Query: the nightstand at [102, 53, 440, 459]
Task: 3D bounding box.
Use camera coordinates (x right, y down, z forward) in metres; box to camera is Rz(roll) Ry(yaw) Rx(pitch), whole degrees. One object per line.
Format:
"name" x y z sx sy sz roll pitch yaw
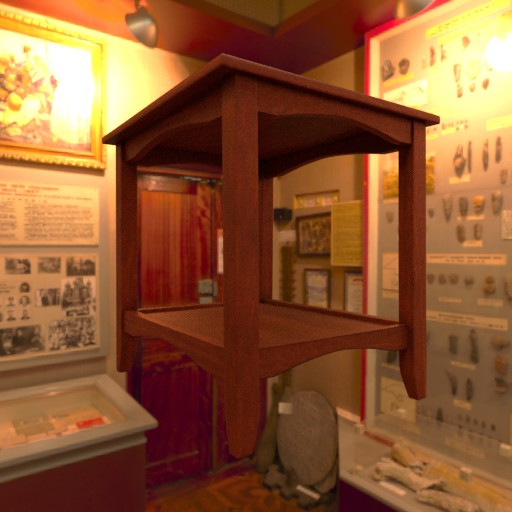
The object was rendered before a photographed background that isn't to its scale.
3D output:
"nightstand" 0.000 0.000 0.968 0.501 0.558 0.558 -1 1 -35
